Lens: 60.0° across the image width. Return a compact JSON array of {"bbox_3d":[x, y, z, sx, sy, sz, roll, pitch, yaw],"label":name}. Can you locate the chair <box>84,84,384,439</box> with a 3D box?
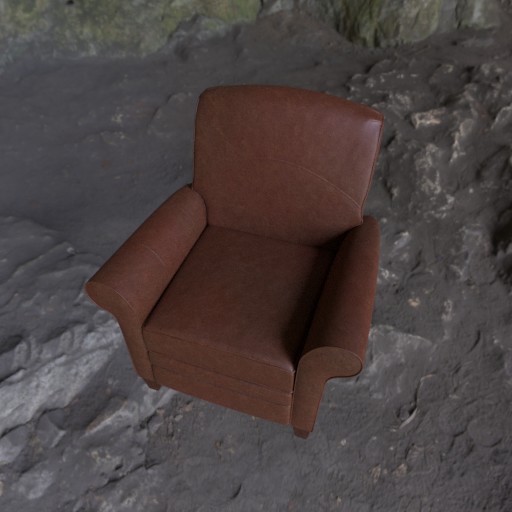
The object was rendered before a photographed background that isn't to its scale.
[{"bbox_3d":[0.000,0.000,1.786,0.978,1.061,0.902,13,44,14],"label":"chair"}]
